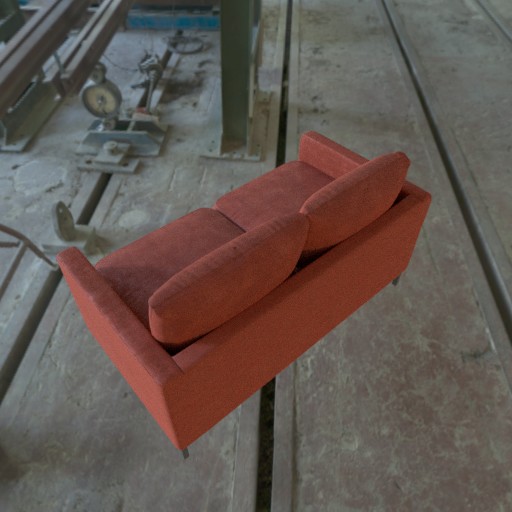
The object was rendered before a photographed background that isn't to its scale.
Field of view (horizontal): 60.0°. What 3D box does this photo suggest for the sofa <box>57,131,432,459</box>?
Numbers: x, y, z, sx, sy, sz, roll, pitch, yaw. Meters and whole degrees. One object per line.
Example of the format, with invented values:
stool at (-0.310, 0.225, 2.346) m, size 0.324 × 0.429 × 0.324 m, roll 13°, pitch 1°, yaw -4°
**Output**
sofa at (0.000, 0.000, 2.175) m, size 1.574 × 0.896 × 0.864 m, roll -33°, pitch 54°, yaw -27°
